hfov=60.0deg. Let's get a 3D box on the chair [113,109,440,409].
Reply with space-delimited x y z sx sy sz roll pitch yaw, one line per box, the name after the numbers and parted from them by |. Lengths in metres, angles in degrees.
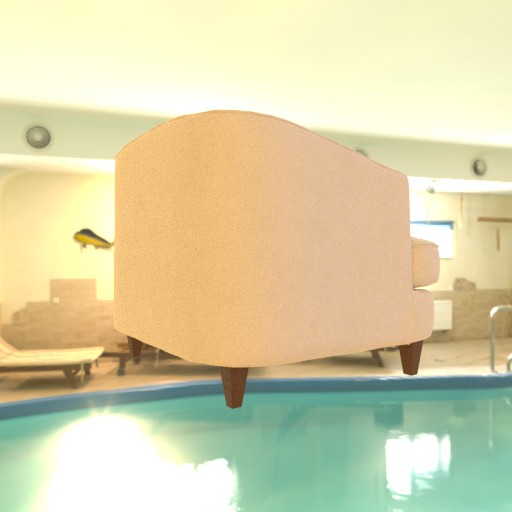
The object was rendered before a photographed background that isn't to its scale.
0.000 0.000 1.777 0.941 0.852 1.104 0 0 -36 | chair
